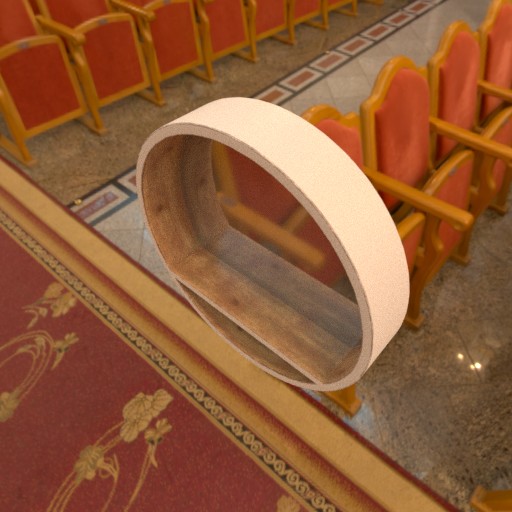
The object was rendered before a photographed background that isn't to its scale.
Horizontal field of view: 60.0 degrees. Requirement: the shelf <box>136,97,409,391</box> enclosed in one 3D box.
[{"bbox_3d":[0.000,0.000,1.202,0.806,0.807,0.158,33,54,27],"label":"shelf"}]
